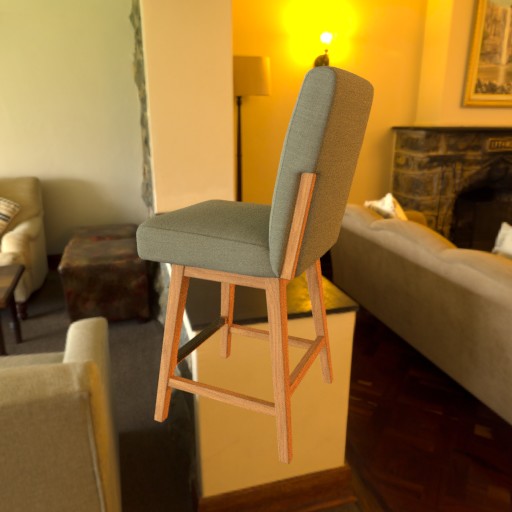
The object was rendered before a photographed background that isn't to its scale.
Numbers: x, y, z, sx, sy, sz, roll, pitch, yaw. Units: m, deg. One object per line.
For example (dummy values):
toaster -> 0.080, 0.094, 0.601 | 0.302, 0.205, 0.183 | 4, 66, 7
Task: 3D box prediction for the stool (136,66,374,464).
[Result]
stool -> 0.000, 0.000, 1.347 | 0.570, 1.019, 0.459 | 8, 19, 24
